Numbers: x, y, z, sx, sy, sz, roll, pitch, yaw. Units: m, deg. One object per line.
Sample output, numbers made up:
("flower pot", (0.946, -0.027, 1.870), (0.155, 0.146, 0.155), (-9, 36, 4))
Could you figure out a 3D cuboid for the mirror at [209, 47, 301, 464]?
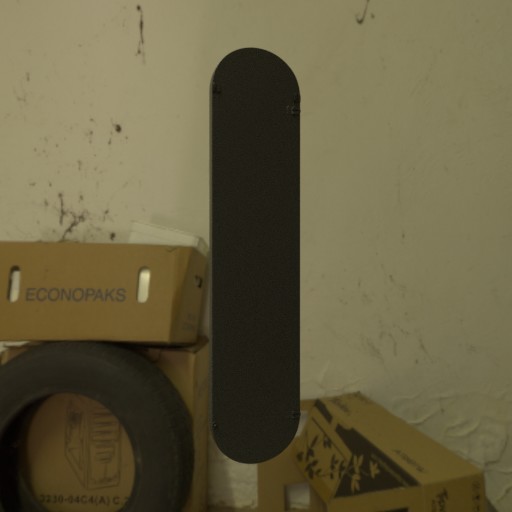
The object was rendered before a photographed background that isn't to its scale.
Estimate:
("mirror", (0.000, 0.000, 1.068), (0.222, 0.991, 0.032), (0, 0, -19))
